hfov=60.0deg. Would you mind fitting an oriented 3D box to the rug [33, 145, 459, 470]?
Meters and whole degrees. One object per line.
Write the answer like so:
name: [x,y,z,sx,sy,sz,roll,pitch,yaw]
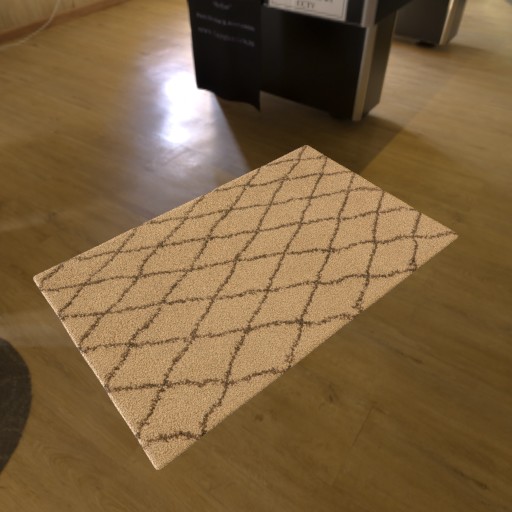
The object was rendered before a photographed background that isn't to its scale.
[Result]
rug: [0.000,0.000,2.962,2.438,0.030,1.524,-31,53,-27]
